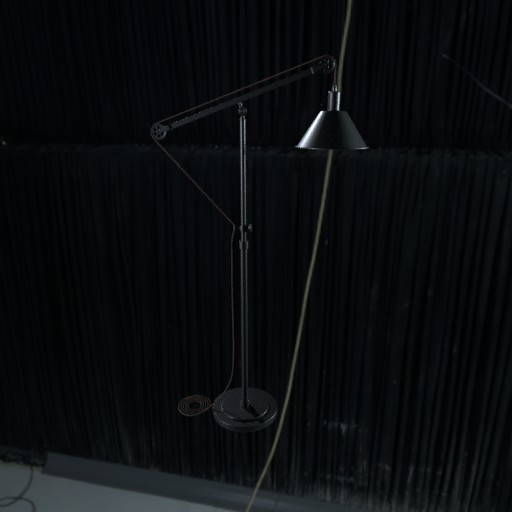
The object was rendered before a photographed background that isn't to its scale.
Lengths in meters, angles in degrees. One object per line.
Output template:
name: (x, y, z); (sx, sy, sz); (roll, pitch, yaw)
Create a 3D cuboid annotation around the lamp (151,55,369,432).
lamp: (0.000, 0.000, 1.966); (0.904, 1.626, 0.319); (3, 17, 9)
